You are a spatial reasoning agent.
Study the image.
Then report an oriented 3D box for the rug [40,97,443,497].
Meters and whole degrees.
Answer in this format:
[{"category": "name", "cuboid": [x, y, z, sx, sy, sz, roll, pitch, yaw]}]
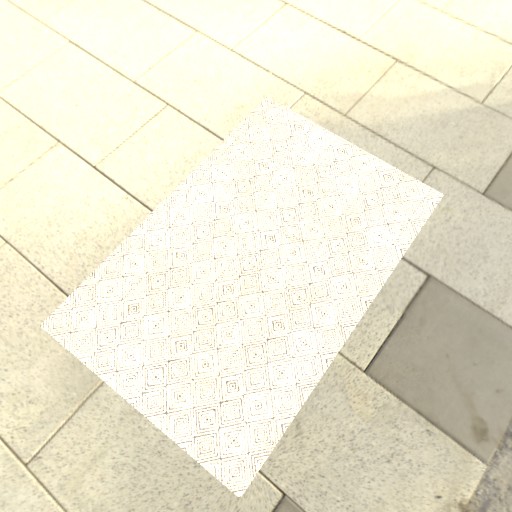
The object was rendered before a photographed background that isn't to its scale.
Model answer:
[{"category": "rug", "cuboid": [0.000, 0.000, 2.216, 1.175, 0.008, 1.783, 34, 69, 15]}]
